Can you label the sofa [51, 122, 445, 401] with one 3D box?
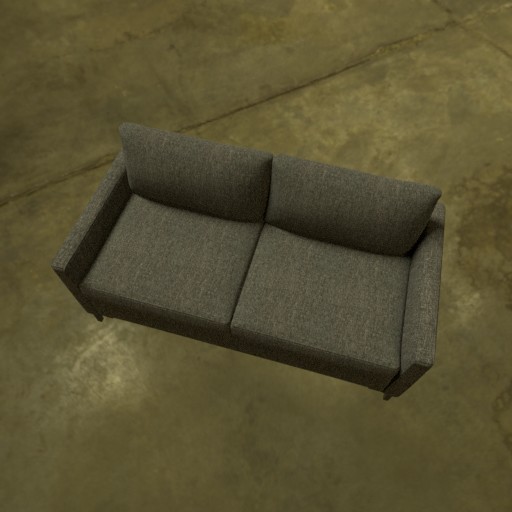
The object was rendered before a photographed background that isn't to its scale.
[{"bbox_3d":[0.000,0.000,2.226,1.716,0.862,0.866,13,59,8],"label":"sofa"}]
